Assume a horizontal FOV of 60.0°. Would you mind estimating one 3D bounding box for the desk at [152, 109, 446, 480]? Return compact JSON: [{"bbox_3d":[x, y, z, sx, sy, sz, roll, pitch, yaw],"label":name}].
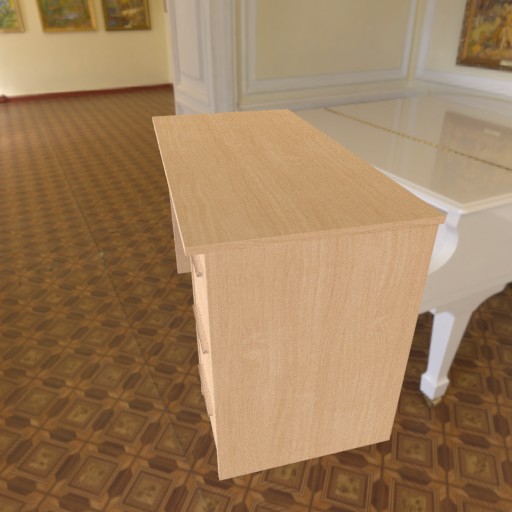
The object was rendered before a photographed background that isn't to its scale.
[{"bbox_3d":[0.000,0.000,1.534,0.560,0.735,1.097,-7,31,-13],"label":"desk"}]
